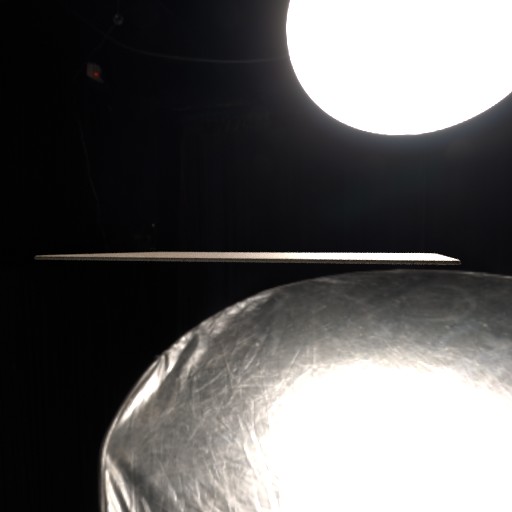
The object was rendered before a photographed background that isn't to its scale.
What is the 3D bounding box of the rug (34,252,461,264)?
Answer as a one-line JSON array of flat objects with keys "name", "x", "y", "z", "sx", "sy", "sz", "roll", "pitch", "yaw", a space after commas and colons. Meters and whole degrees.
[{"name": "rug", "x": 0.000, "y": 0.000, "z": 3.114, "sx": 2.469, "sy": 0.024, "sz": 1.539, "roll": 0, "pitch": 1, "yaw": 18}]
